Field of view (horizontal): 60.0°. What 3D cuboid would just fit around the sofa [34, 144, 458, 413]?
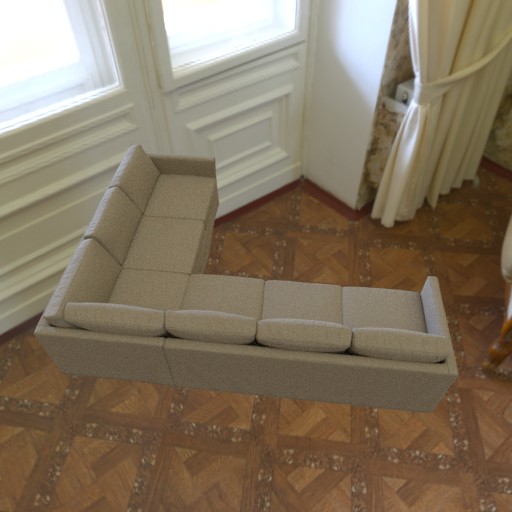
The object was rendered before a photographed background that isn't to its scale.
[{"bbox_3d":[0.000,0.000,4.249,3.182,0.871,2.432,5,48,4],"label":"sofa"}]
